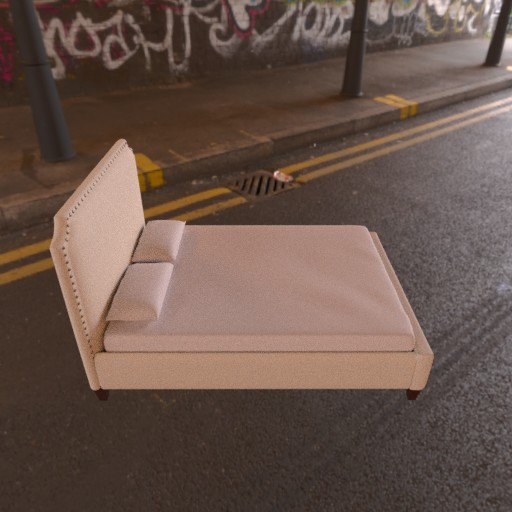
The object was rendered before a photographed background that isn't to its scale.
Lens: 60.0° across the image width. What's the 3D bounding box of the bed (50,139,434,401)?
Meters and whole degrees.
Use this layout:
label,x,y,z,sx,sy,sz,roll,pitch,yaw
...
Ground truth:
label,x,y,z,sx,sy,sz,roll,pitch,yaw
bed,0.000,0.000,3.502,2.372,1.443,1.712,0,32,0
